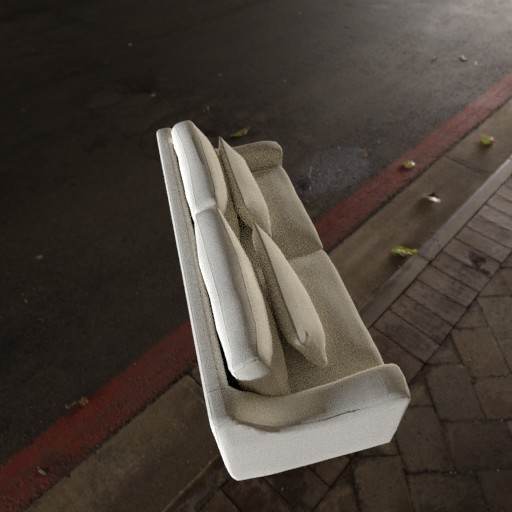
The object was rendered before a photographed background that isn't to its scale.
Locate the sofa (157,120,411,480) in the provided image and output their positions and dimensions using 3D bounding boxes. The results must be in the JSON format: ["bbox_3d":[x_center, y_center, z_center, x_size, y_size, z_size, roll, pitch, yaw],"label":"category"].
[{"bbox_3d":[0.000,0.000,2.978,1.009,1.022,2.470,-10,46,-10],"label":"sofa"}]
